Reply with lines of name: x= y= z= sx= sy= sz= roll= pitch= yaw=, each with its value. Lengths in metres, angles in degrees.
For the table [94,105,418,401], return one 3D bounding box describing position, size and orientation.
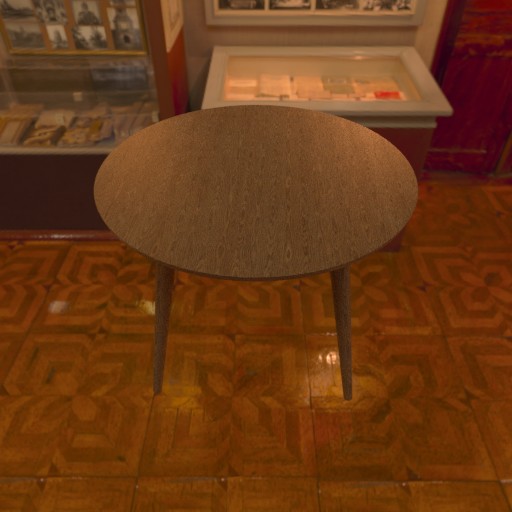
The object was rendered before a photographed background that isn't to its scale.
table: x=0.000 y=0.000 z=1.749 sx=1.053 sy=0.786 sz=1.053 roll=0 pitch=41 yaw=0
